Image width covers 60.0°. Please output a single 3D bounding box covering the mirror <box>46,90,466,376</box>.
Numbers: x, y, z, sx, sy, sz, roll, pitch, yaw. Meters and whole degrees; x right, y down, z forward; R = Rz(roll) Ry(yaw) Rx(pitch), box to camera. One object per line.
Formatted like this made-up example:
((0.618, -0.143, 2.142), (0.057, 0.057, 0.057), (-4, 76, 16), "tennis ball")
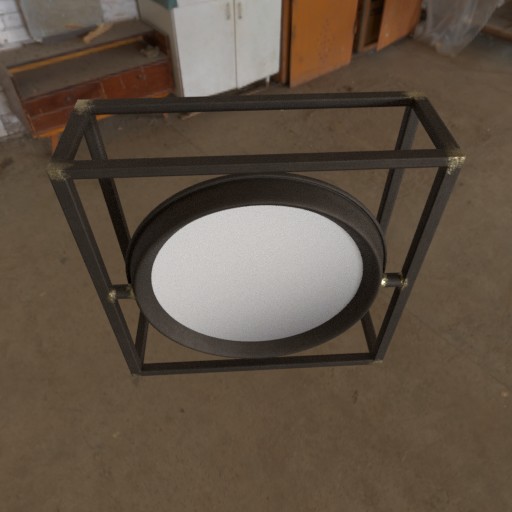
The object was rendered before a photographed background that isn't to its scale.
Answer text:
((0.000, 0.000, 0.466), (0.306, 0.303, 0.107), (-2, 47, -2), "mirror")
